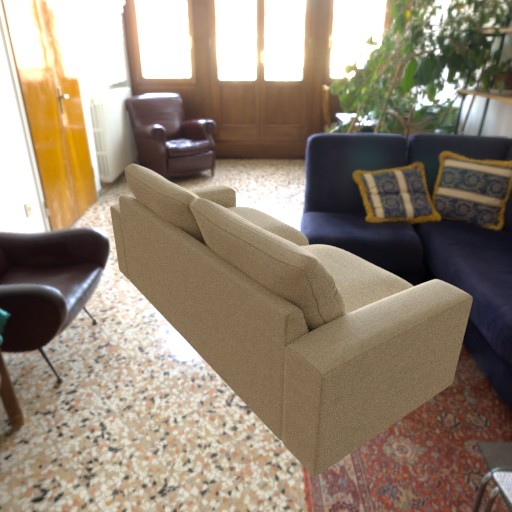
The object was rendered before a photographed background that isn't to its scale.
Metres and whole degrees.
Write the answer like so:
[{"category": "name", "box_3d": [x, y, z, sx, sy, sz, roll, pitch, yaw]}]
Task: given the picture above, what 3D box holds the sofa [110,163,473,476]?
[{"category": "sofa", "box_3d": [0.000, 0.000, 2.751, 1.040, 0.922, 2.299, -17, 30, -32]}]
